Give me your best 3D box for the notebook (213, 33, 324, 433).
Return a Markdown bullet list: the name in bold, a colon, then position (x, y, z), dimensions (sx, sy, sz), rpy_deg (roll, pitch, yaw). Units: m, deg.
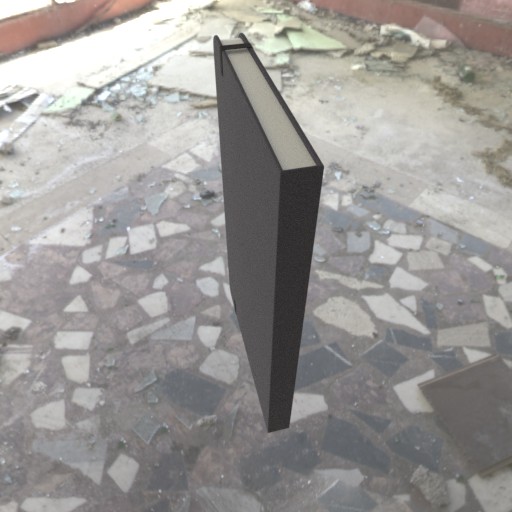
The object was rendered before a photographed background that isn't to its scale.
- **notebook**: position (0.000, 0.000, 0.264), dimensions (0.016, 0.213, 0.127), rpy_deg (-10, 47, -10)
